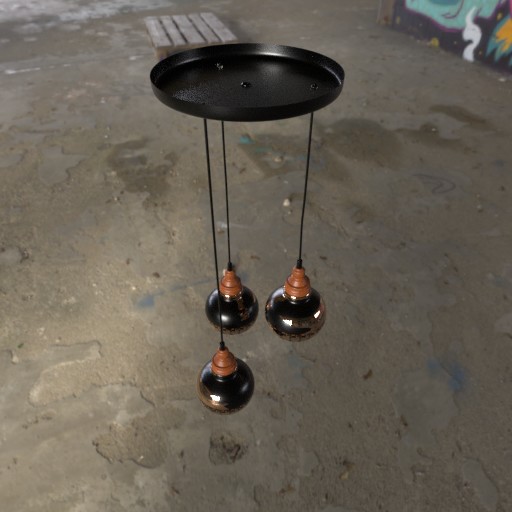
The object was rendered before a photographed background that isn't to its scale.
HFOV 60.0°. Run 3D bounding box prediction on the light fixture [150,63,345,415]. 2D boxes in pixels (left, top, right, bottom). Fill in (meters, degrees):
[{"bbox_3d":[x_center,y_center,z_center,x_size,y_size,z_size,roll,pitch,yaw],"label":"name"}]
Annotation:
[{"bbox_3d":[0.000,0.000,1.738,0.605,1.410,0.608,0,40,-1],"label":"light fixture"}]
